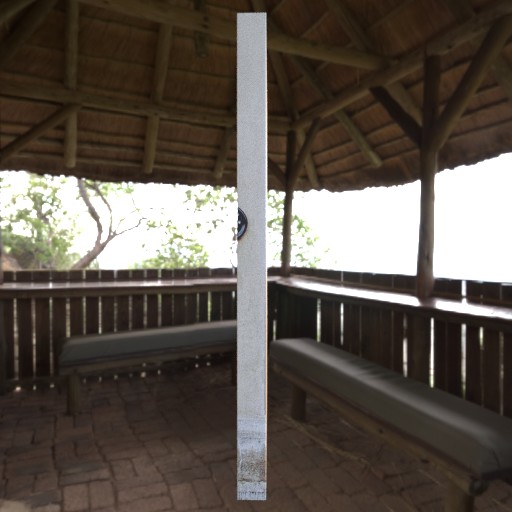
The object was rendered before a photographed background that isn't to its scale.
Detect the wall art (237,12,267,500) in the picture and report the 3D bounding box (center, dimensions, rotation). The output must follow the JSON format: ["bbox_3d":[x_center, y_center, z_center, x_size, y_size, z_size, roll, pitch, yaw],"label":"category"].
[{"bbox_3d":[0.000,0.000,0.754,0.036,0.607,0.403,0,1,2],"label":"wall art"}]
